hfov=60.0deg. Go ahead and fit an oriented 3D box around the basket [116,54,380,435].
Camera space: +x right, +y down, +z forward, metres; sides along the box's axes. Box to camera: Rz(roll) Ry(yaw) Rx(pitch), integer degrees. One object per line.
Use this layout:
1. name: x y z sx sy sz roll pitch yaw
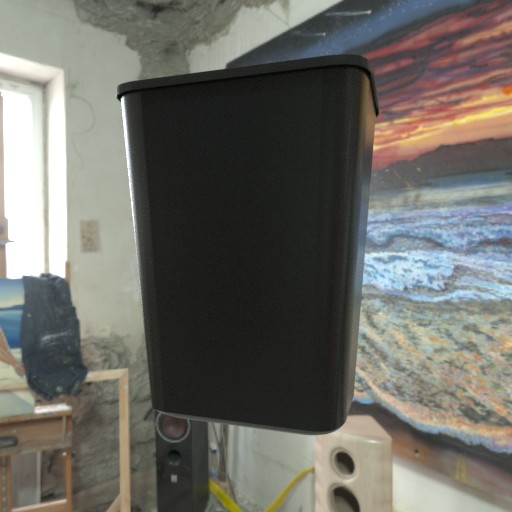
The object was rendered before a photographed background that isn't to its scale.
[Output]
1. basket: 0.000 0.000 0.750 0.394 0.521 0.287 0 2 18
